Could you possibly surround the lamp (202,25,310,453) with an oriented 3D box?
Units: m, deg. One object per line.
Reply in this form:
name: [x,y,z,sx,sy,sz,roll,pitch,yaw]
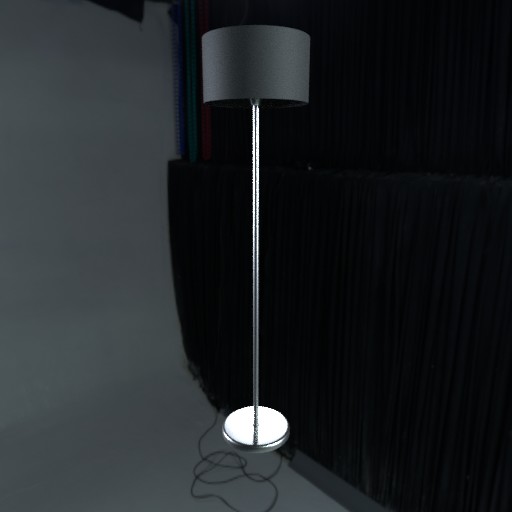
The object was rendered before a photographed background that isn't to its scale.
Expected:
lamp: [0.000,0.000,1.606,0.348,1.443,0.348,-13,19,-43]
